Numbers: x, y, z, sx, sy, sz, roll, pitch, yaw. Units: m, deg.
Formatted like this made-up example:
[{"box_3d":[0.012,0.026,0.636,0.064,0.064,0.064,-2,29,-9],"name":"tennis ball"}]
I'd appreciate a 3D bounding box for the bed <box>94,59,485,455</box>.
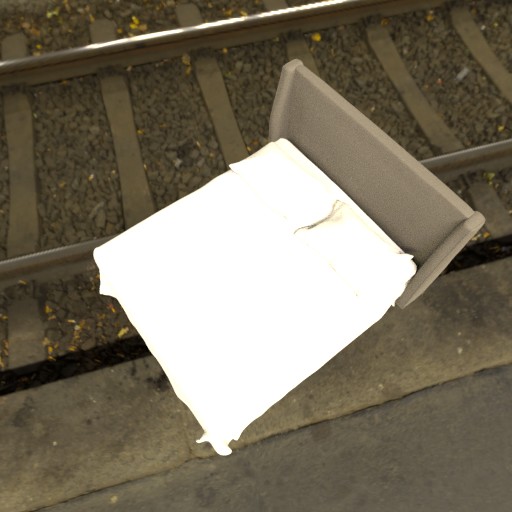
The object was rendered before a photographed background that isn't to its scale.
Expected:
[{"box_3d":[0.000,0.000,3.422,2.276,1.332,1.925,-34,68,-16],"name":"bed"}]
